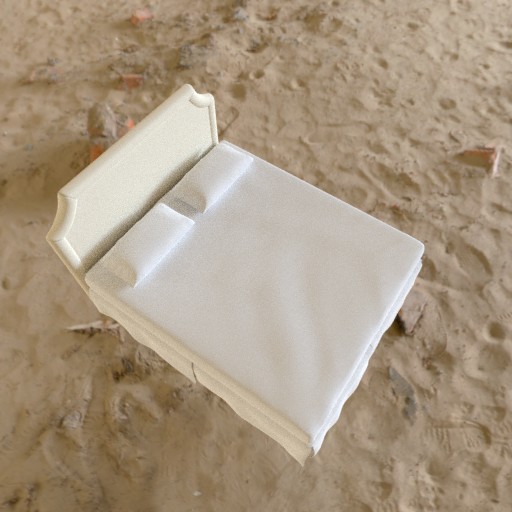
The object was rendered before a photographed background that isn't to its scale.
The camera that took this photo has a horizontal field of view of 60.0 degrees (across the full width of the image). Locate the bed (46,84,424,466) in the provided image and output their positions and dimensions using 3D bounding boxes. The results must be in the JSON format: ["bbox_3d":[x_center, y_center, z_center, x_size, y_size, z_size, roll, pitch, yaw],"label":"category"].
[{"bbox_3d":[0.000,0.000,4.162,2.773,1.590,2.350,31,64,17],"label":"bed"}]
